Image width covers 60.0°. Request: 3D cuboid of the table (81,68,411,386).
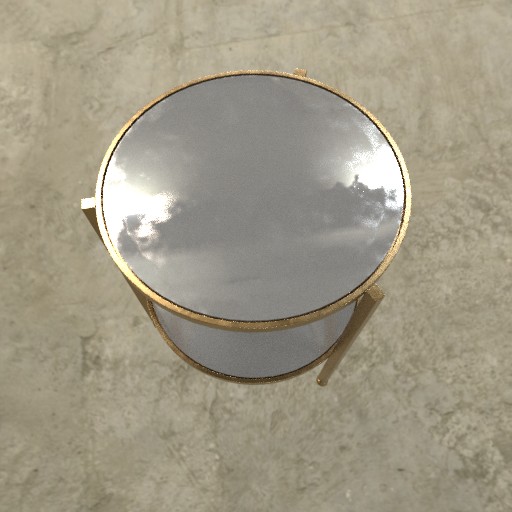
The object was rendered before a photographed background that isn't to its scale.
[{"bbox_3d":[0.000,0.000,0.451,0.231,0.269,0.243,17,64,9],"label":"table"}]
